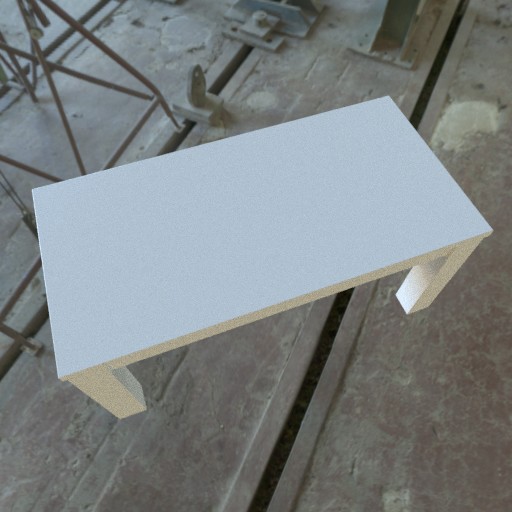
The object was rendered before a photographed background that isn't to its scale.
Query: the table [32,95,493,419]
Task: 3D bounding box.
[{"bbox_3d":[0.000,0.000,2.259,1.800,0.790,0.900,-18,61,-10],"label":"table"}]
